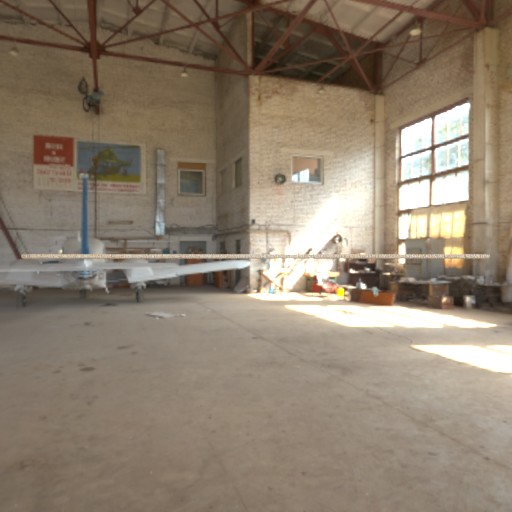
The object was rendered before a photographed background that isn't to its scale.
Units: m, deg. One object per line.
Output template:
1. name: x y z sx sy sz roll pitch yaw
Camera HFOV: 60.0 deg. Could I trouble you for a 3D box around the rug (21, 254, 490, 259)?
1. rug: 0.000 0.000 3.453 2.699 0.025 1.800 0 0 1
